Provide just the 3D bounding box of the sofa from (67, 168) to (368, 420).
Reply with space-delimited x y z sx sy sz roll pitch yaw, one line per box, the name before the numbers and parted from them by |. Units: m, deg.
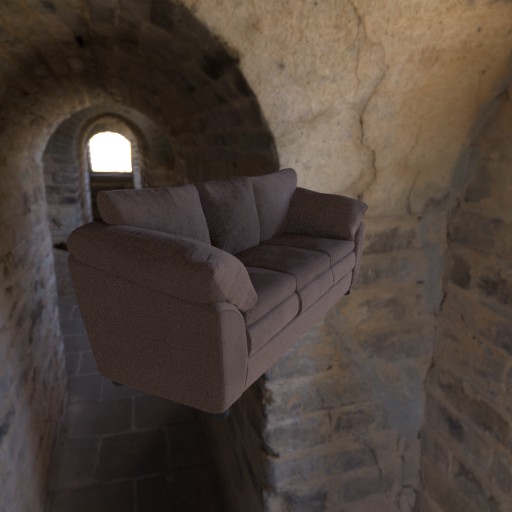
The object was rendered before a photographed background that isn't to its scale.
sofa | 0.000 0.000 2.891 0.878 1.015 2.336 8 16 27
